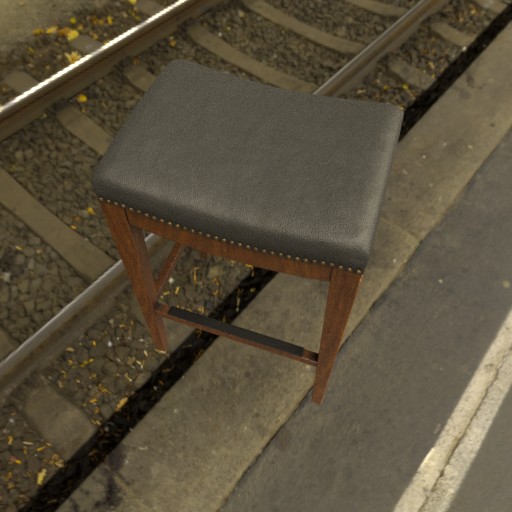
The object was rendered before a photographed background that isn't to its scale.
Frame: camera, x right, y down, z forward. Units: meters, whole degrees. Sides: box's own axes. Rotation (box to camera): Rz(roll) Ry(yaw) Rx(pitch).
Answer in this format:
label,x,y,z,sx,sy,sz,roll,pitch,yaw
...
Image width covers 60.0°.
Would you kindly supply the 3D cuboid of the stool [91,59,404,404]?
label,x,y,z,sx,sy,sz,roll,pitch,yaw
stool,0.000,0.000,1.038,0.500,0.765,0.361,16,60,10
